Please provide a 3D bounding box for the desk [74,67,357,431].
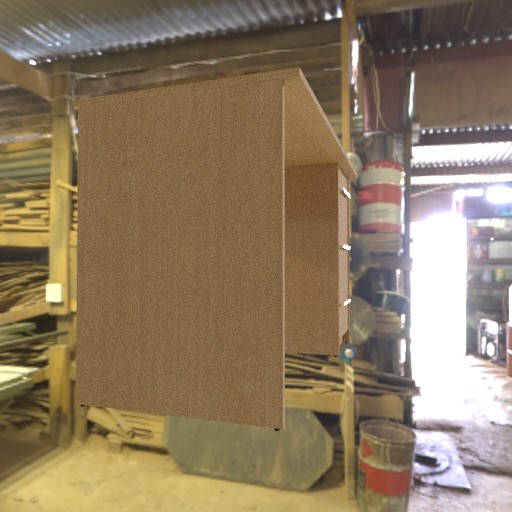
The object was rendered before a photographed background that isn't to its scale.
[{"bbox_3d":[0.000,0.000,1.495,0.560,0.735,1.097,0,-1,19],"label":"desk"}]
